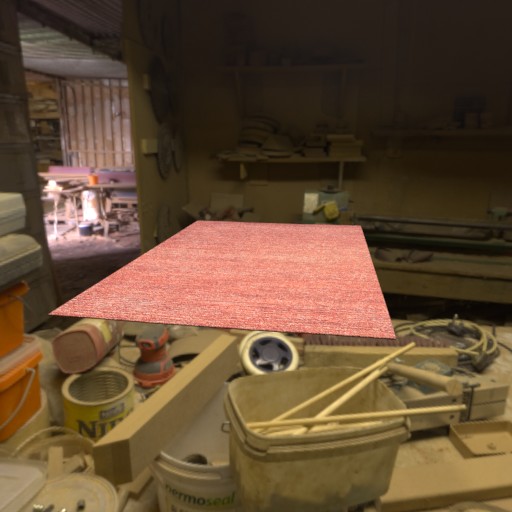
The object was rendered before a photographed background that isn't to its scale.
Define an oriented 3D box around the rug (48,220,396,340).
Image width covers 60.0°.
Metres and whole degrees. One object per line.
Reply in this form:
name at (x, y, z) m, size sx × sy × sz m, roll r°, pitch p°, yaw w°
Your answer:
rug at (0.000, 0.000, 2.238) m, size 1.139 × 0.011 × 1.747 m, roll 2°, pitch 15°, yaw 9°
